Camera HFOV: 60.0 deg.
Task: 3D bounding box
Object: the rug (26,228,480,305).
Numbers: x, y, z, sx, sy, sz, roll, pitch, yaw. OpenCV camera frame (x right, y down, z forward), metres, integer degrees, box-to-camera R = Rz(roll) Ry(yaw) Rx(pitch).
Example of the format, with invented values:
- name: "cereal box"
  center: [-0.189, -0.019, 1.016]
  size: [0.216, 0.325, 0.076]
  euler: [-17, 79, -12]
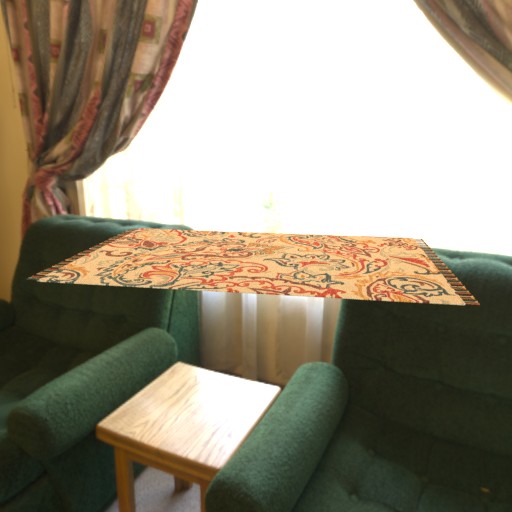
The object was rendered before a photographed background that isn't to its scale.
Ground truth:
- name: "rug"
  center: [0.000, 0.000, 3.201]
  size: [2.584, 0.010, 1.523]
  euler: [2, 16, 9]
